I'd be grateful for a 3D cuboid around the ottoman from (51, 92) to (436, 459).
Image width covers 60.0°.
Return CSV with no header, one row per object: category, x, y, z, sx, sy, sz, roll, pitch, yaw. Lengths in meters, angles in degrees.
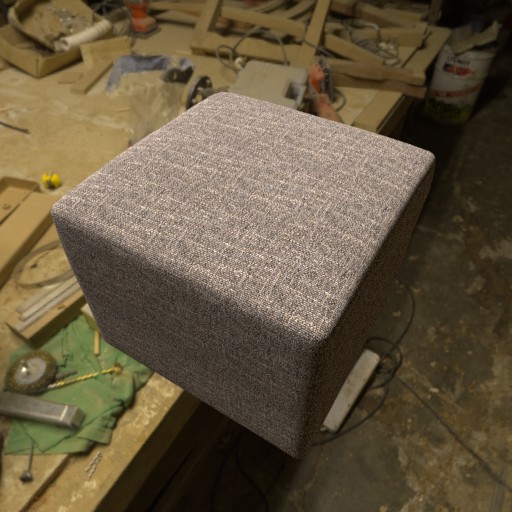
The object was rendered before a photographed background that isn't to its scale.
ottoman,0.000,0.000,0.921,0.521,0.453,0.512,24,51,21
